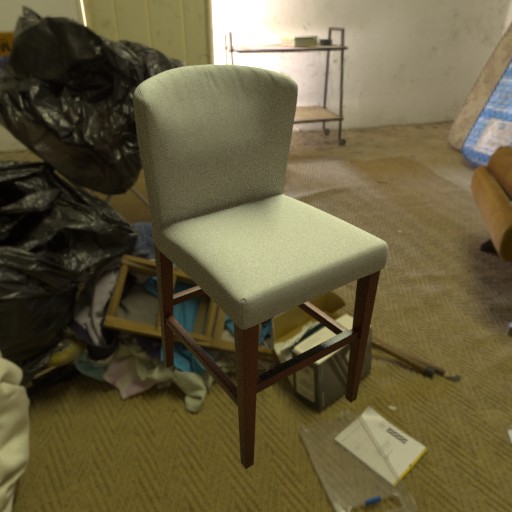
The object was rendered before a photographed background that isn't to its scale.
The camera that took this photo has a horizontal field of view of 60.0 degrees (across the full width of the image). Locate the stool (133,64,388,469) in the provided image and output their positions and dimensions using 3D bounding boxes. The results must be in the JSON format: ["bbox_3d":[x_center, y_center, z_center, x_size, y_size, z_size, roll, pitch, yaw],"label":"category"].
[{"bbox_3d":[0.000,0.000,1.271,0.479,0.968,0.568,-19,34,-30],"label":"stool"}]
